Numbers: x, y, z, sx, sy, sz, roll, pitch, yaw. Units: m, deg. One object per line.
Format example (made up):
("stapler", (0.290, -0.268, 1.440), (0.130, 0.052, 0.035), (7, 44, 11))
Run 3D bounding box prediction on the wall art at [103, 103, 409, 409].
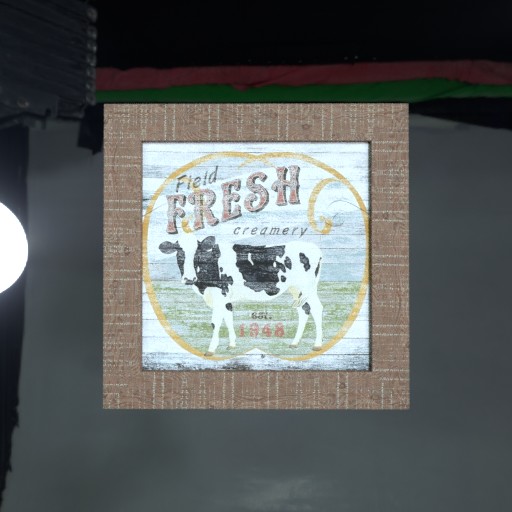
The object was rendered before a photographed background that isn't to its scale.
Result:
("wall art", (0.000, 0.000, 0.785), (0.531, 0.531, 0.029), (0, -1, 0))
